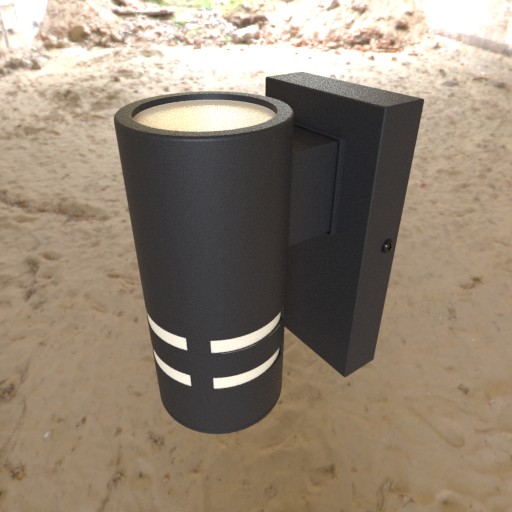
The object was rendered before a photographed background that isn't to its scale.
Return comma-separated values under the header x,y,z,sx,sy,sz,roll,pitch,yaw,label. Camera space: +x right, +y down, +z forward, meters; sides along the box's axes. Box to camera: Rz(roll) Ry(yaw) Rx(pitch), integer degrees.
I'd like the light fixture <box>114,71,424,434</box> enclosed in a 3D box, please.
x,y,z,sx,sy,sz,roll,pitch,yaw,label
0.000,0.000,0.263,0.138,0.179,0.098,-21,38,-30,light fixture
